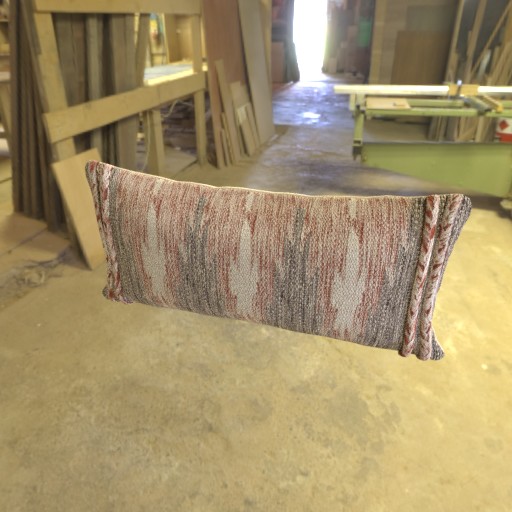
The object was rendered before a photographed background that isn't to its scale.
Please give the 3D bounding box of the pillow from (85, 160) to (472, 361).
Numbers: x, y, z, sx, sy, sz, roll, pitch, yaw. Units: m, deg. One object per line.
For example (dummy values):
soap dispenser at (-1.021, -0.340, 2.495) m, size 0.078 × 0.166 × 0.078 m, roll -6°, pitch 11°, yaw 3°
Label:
pillow at (0.000, 0.000, 0.740) m, size 0.635 × 0.282 × 0.139 m, roll 8°, pitch 28°, yaw 15°
